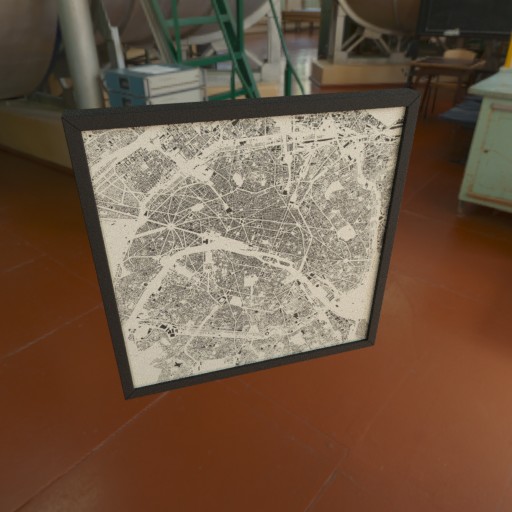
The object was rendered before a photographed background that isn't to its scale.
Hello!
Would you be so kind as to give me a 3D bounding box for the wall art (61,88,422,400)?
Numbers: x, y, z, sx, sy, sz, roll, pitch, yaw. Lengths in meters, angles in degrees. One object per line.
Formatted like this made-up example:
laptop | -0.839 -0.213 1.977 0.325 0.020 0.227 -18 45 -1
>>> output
wall art | 0.000 0.000 0.750 0.508 0.508 0.037 -9 33 -14
